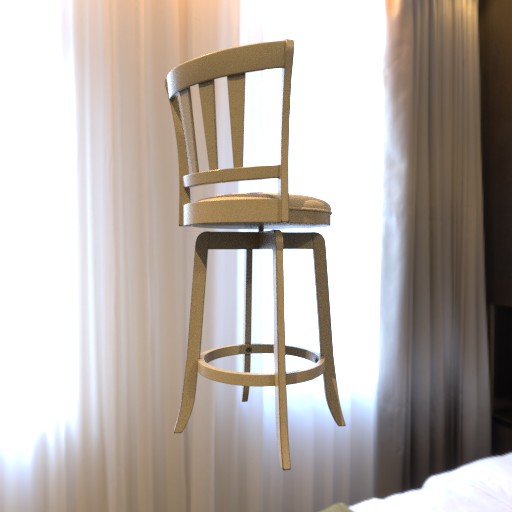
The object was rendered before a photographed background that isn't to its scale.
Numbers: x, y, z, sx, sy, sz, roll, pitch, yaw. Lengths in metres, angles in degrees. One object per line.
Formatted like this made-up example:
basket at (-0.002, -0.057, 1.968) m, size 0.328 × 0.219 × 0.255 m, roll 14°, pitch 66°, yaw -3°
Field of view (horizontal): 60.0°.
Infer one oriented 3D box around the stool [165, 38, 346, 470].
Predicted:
stool at (0.000, 0.000, 1.306) m, size 0.436 × 1.042 × 0.475 m, roll 1°, pitch 1°, yaw 35°
